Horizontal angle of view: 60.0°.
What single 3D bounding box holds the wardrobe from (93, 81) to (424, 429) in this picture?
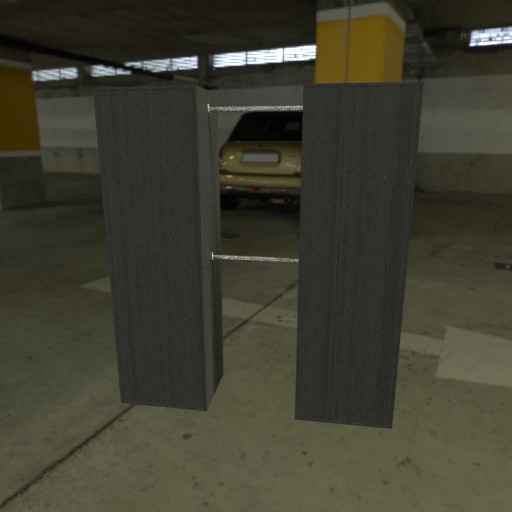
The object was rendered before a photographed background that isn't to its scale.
[{"bbox_3d":[0.000,0.000,2.828,1.770,2.000,0.480,2,15,9],"label":"wardrobe"}]
